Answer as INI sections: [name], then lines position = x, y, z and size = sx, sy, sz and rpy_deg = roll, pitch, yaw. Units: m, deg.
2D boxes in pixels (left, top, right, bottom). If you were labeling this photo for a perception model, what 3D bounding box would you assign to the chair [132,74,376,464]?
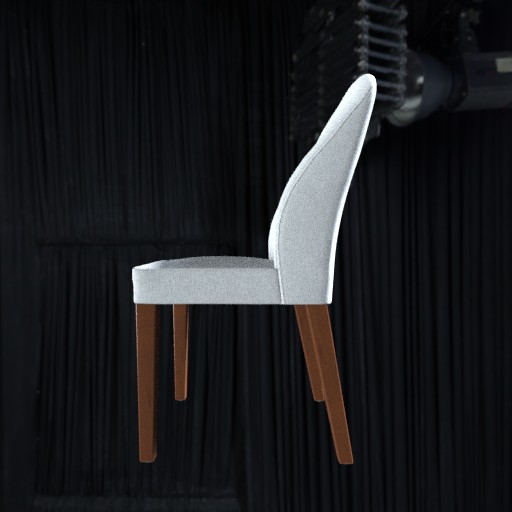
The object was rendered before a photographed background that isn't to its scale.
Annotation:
[chair]
position = 0.000, 0.000, 1.166
size = 0.540, 0.893, 0.472
rpy_deg = 0, 0, 0
